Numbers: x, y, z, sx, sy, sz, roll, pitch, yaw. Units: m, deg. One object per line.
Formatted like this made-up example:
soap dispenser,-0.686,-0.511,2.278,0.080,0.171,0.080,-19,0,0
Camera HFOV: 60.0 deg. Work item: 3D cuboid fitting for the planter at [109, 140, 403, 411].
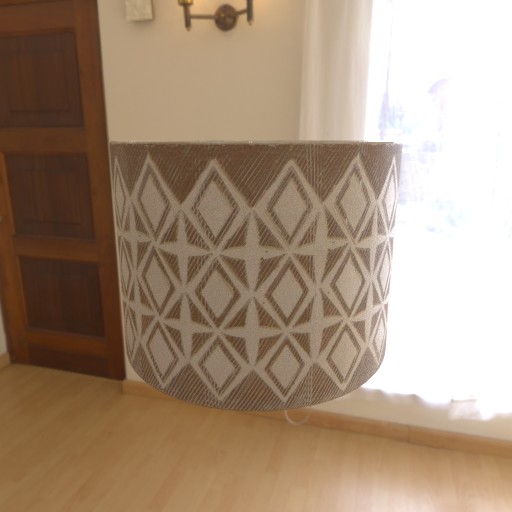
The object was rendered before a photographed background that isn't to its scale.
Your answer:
planter,0.000,0.000,0.327,0.193,0.165,0.193,0,15,0
